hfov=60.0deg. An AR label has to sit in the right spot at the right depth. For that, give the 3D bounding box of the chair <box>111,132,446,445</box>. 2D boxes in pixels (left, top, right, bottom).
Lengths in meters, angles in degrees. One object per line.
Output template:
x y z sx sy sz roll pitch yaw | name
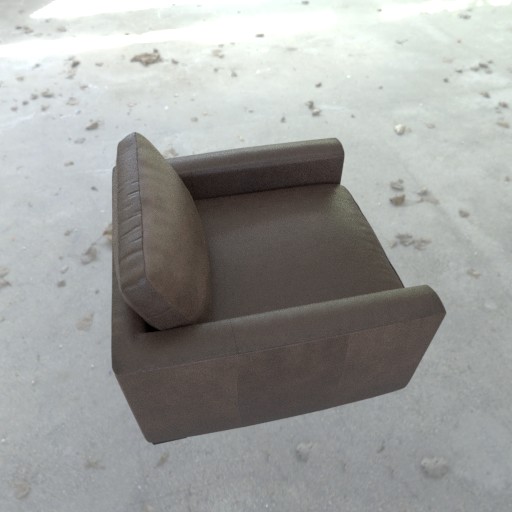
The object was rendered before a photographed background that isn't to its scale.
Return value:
0.000 0.000 1.799 1.069 0.812 1.100 -9 47 -8 | chair
